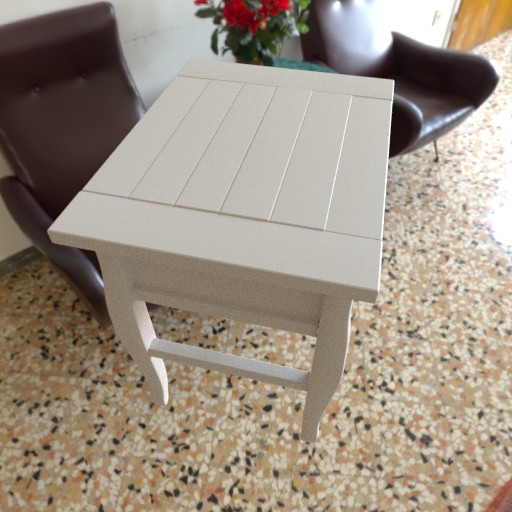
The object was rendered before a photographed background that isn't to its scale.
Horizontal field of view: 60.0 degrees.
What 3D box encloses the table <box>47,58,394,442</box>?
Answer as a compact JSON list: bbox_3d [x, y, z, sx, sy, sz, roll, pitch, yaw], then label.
[{"bbox_3d":[0.000,0.000,1.005,0.463,0.605,0.599,10,47,9],"label":"table"}]
